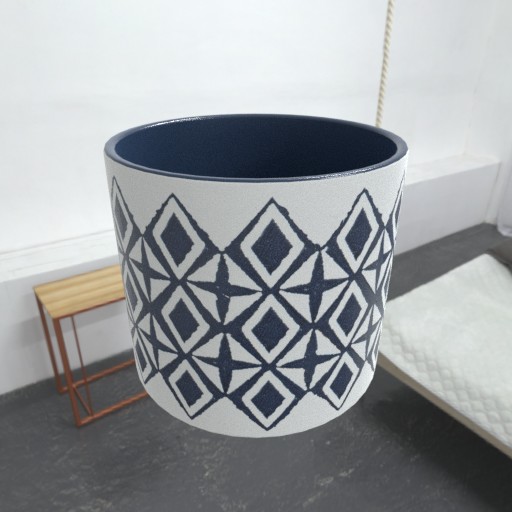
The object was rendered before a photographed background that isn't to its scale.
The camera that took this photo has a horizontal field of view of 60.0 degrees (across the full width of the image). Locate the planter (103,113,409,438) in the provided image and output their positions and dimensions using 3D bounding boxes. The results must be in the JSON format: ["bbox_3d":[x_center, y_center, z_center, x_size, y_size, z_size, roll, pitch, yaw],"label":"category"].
[{"bbox_3d":[0.000,0.000,0.311,0.182,0.165,0.182,0,27,0],"label":"planter"}]
